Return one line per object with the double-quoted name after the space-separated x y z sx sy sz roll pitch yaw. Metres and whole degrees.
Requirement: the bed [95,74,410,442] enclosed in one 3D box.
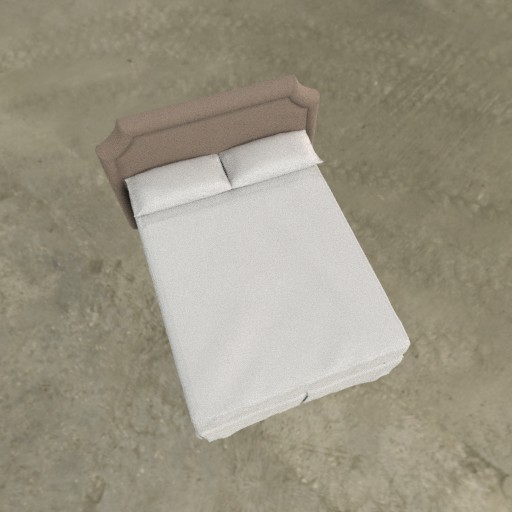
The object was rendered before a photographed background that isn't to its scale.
0.000 0.000 3.386 1.828 1.303 2.164 -18 64 -9 "bed"
